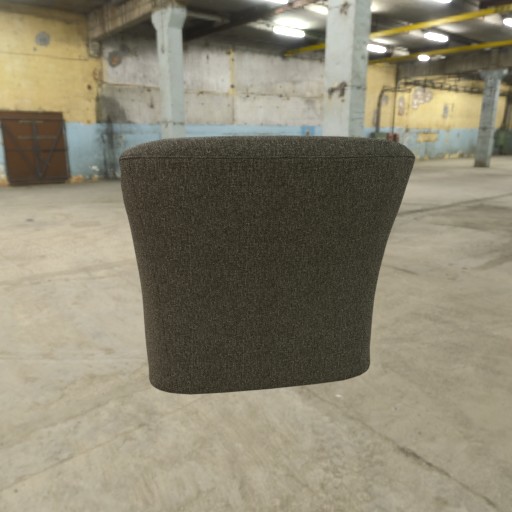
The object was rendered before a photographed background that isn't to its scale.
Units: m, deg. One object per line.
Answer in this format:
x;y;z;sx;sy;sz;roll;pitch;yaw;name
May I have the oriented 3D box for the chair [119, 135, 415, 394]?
0.000;0.000;1.650;0.864;0.856;0.923;-2;15;-9;chair
